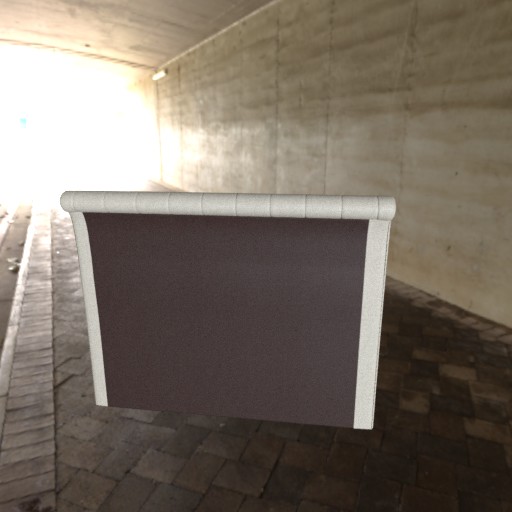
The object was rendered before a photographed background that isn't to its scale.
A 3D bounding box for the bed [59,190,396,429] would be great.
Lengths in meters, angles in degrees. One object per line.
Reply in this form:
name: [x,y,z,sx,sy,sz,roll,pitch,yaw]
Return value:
bed: [0.000,0.000,3.406,1.606,1.268,2.493,2,16,8]
